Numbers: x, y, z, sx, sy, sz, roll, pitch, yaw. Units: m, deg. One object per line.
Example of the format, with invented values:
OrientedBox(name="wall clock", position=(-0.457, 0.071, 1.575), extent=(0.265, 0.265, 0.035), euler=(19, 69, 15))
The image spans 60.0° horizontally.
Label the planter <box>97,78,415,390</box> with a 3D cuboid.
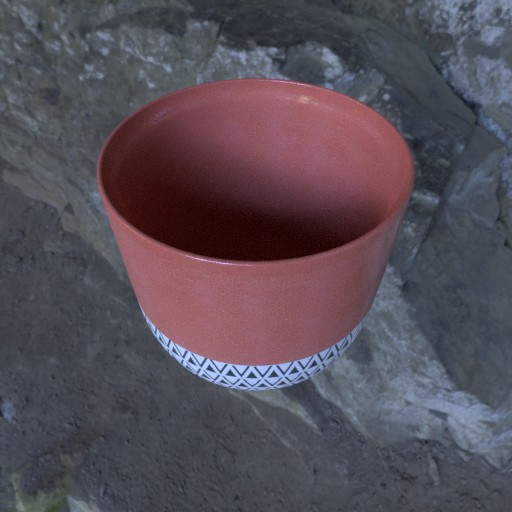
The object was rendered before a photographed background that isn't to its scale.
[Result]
OrientedBox(name="planter", position=(0.000, 0.000, 0.478), extent=(0.266, 0.270, 0.266), euler=(0, 47, 0))
